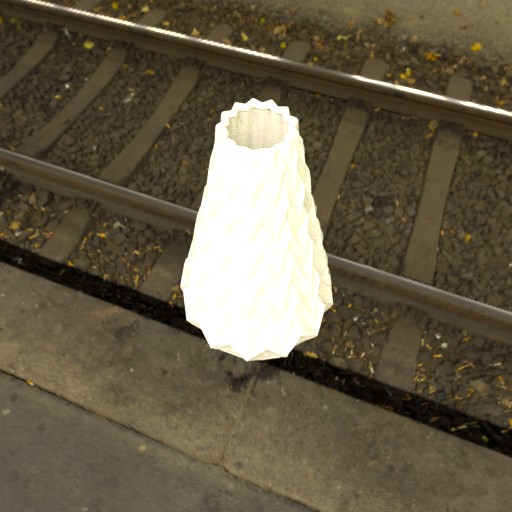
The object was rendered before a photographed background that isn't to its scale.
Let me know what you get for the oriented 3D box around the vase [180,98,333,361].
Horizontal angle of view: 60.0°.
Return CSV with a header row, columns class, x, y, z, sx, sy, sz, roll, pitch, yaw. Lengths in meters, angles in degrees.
class,x,y,z,sx,sy,sz,roll,pitch,yaw
vase,0.000,0.000,0.433,0.167,0.328,0.167,0,58,0
